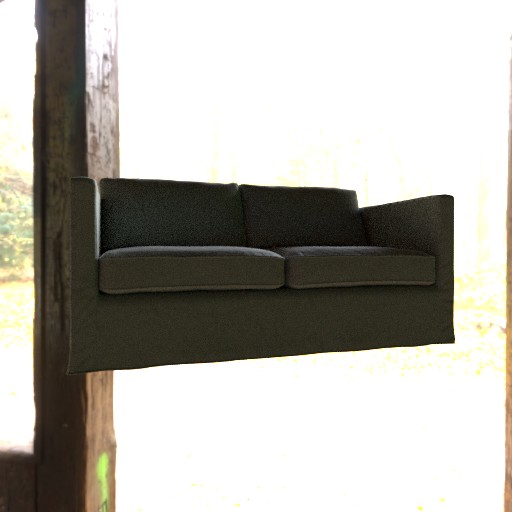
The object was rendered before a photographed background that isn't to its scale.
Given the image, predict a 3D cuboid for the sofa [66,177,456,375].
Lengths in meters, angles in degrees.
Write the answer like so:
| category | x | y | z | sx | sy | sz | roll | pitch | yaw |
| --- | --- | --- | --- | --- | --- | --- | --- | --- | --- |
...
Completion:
| category | x | y | z | sx | sy | sz | roll | pitch | yaw |
| --- | --- | --- | --- | --- | --- | --- | --- | --- | --- |
| sofa | 0.000 | 0.000 | 2.271 | 1.727 | 0.830 | 0.944 | 0 | 1 | -18 |
